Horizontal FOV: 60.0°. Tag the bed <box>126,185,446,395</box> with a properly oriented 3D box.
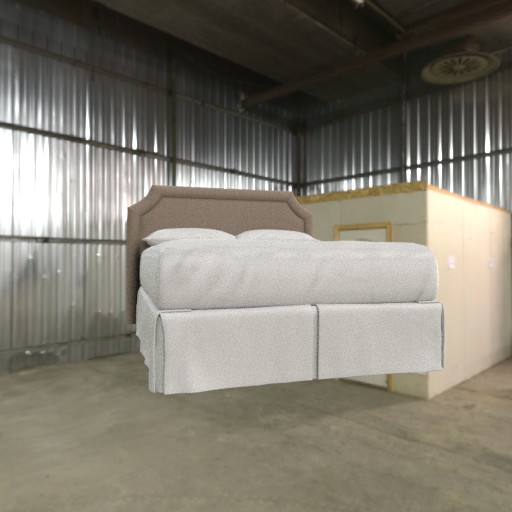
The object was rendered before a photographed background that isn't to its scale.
[{"bbox_3d":[0.000,0.000,3.285,1.828,1.303,2.164,0,0,-17],"label":"bed"}]
